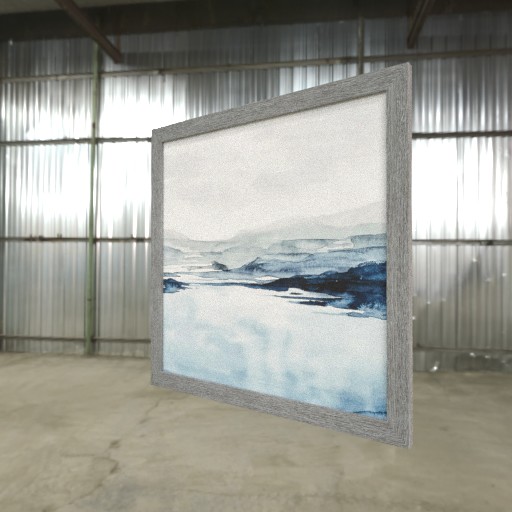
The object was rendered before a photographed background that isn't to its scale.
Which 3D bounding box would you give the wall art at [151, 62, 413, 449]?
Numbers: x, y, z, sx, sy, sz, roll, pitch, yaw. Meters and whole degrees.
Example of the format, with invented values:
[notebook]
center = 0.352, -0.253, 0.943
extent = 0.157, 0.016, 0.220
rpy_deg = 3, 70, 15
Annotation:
[wall art]
center = 0.000, 0.000, 0.994
extent = 0.685, 0.685, 0.020
rpy_deg = 0, -1, 36
